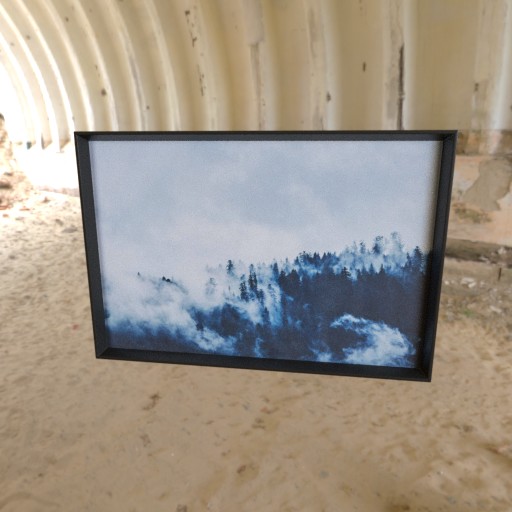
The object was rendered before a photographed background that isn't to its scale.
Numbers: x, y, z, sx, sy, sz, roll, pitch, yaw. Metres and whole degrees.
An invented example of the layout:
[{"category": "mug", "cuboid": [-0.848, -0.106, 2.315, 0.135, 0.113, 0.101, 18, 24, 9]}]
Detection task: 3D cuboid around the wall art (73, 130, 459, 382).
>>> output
[{"category": "wall art", "cuboid": [0.000, 0.000, 1.179, 0.939, 0.640, 0.058, 2, 15, 8]}]
